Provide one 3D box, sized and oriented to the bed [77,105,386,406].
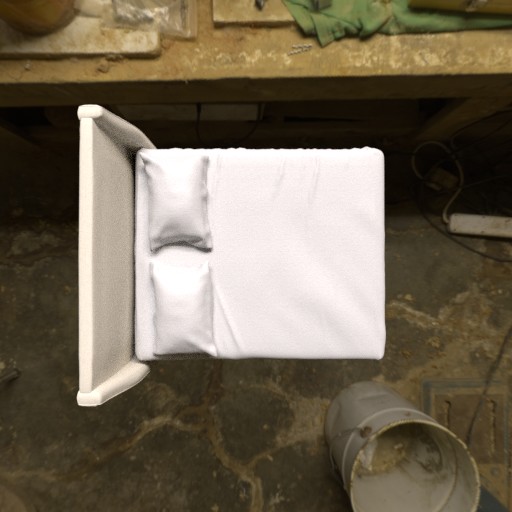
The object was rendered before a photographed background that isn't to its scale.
[{"bbox_3d":[0.000,0.000,3.440,2.276,1.332,1.925,0,90,0],"label":"bed"}]
